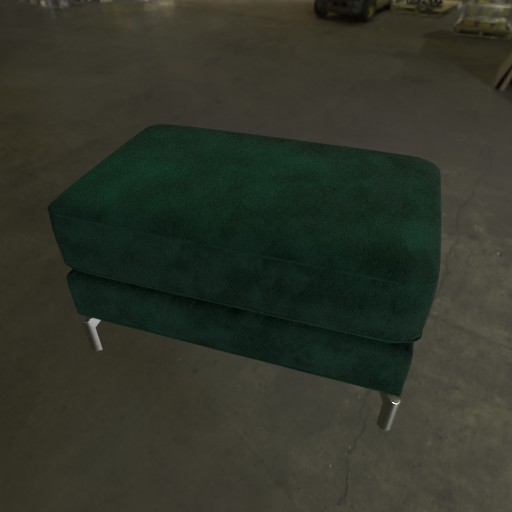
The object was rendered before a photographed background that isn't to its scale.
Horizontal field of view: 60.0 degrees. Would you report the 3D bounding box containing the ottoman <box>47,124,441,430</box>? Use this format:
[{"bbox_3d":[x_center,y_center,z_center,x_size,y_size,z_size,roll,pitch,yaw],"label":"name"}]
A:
[{"bbox_3d":[0.000,0.000,1.239,0.886,0.533,0.536,11,40,14],"label":"ottoman"}]
